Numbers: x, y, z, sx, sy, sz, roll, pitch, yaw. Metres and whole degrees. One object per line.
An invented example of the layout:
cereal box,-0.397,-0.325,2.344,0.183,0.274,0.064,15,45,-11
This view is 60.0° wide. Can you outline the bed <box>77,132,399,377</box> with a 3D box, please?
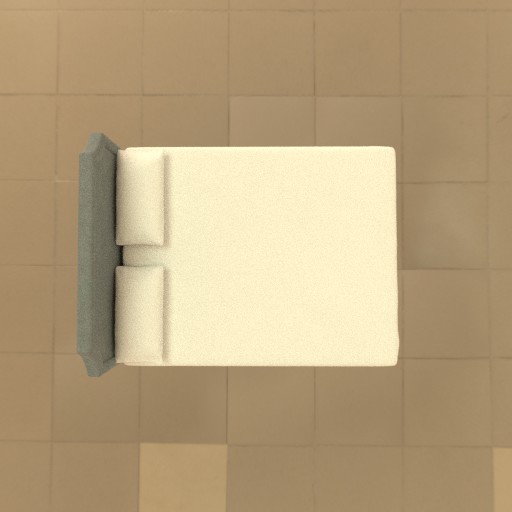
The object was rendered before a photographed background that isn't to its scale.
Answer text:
bed,0.000,0.000,3.707,2.464,1.306,1.977,0,88,1
